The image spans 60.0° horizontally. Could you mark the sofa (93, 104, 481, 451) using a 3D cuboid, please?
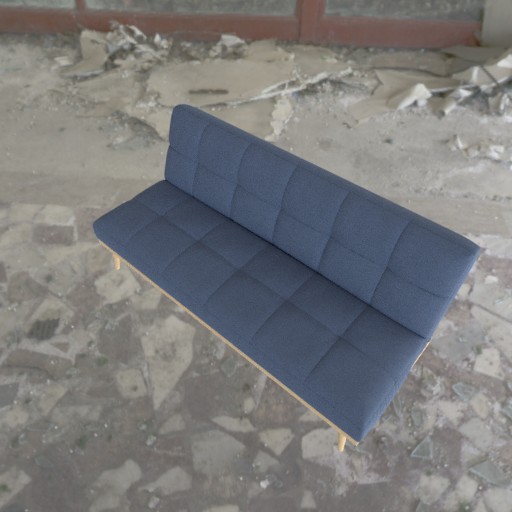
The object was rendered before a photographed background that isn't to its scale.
[{"bbox_3d":[0.000,0.000,2.259,1.800,0.800,0.796,33,55,27],"label":"sofa"}]
